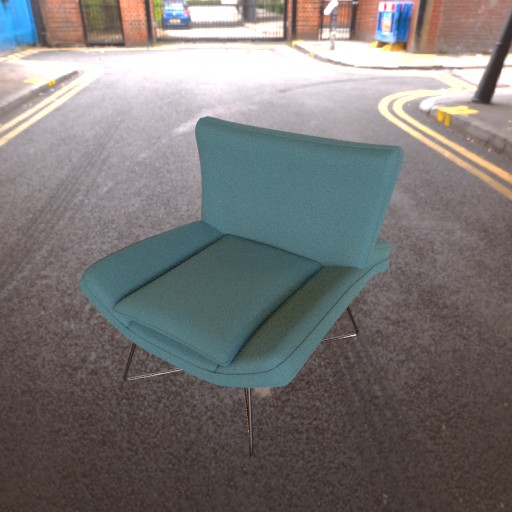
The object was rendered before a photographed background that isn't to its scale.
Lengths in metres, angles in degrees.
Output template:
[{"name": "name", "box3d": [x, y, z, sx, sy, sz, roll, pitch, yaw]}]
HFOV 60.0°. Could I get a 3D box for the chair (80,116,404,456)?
[{"name": "chair", "box3d": [0.000, 0.000, 1.680, 0.859, 0.855, 1.008, 18, 34, 29]}]
